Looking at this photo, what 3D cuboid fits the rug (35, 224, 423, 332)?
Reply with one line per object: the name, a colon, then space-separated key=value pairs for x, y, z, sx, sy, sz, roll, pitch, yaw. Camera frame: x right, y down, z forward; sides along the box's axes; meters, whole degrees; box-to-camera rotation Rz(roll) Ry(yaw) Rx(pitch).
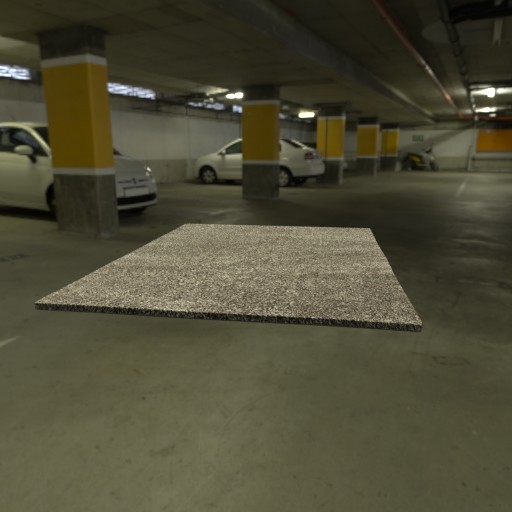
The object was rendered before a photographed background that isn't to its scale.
rug: x=0.000 y=0.000 z=2.103 sx=1.198 sy=0.025 sz=1.601 roll=2 pitch=14 yaw=9
